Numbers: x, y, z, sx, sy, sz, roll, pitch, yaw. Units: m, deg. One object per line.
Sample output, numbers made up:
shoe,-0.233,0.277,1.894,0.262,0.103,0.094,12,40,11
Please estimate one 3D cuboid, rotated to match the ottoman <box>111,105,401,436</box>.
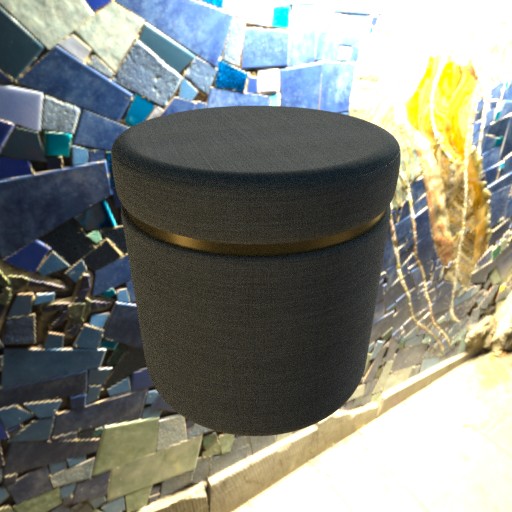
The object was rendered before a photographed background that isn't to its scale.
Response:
ottoman,0.000,0.000,0.724,0.400,0.406,0.400,0,30,0
